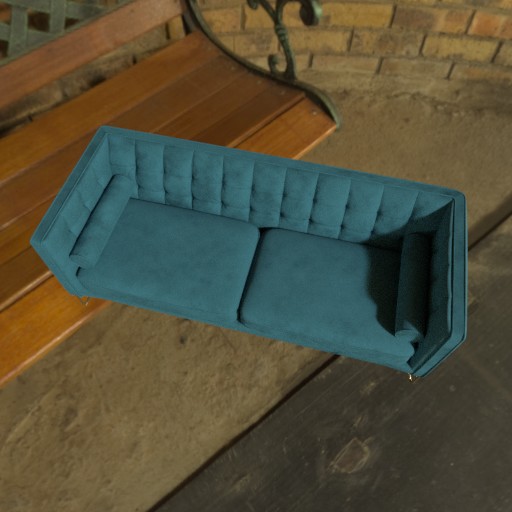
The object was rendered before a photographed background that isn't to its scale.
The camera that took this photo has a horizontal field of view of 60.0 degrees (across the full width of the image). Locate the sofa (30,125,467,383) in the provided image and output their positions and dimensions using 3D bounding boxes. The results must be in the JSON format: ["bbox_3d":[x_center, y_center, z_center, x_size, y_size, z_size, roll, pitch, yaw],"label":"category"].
[{"bbox_3d":[0.000,0.000,2.541,2.087,0.789,0.867,12,59,7],"label":"sofa"}]
